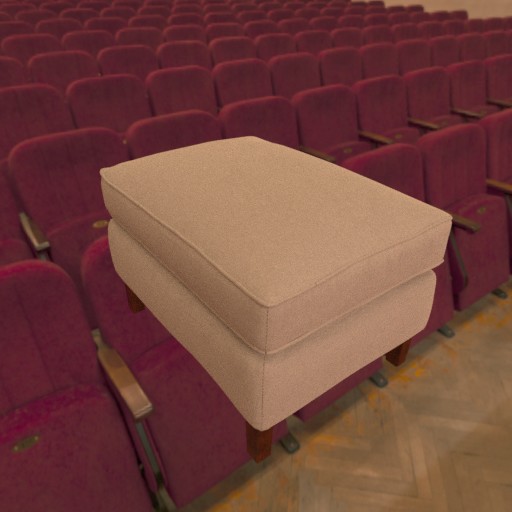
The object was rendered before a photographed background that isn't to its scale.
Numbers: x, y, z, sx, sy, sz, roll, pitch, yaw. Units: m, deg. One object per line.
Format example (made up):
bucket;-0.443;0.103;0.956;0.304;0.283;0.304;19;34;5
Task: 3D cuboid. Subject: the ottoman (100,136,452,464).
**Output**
ottoman;0.000;0.000;1.021;0.501;0.456;0.665;-21;37;-31
